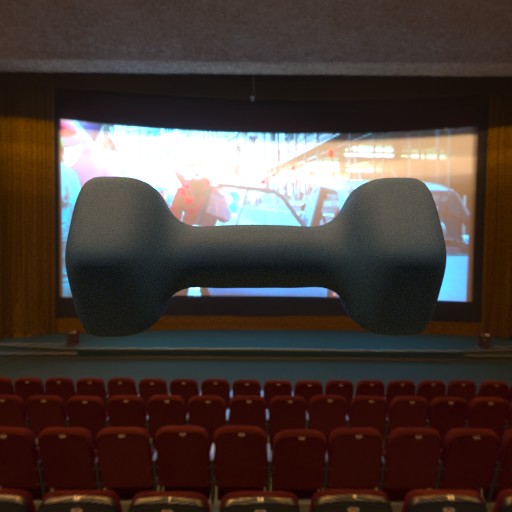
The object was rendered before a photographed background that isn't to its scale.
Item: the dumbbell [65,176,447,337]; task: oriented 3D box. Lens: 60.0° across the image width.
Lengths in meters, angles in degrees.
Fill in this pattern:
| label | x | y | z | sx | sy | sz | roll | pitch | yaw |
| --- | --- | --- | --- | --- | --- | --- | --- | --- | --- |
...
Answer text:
| label | x | y | z | sx | sy | sz | roll | pitch | yaw |
| --- | --- | --- | --- | --- | --- | --- | --- | --- | --- |
| dumbbell | 0.000 | 0.000 | 0.273 | 0.212 | 0.093 | 0.103 | 0 | 1 | -1 |
